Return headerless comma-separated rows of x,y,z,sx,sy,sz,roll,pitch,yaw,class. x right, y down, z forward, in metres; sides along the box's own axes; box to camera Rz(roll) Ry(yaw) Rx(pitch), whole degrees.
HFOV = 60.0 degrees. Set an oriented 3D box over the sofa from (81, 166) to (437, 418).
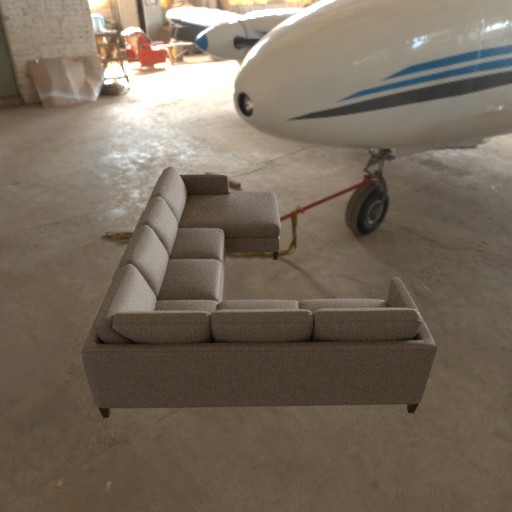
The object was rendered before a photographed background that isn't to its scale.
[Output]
0.000,0.000,4.655,2.551,0.889,3.403,-1,31,-1,sofa
